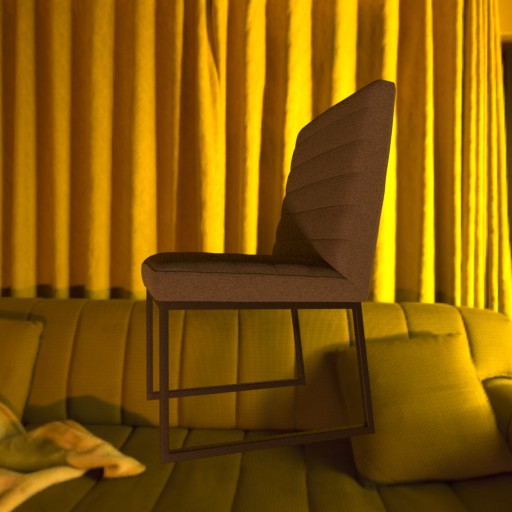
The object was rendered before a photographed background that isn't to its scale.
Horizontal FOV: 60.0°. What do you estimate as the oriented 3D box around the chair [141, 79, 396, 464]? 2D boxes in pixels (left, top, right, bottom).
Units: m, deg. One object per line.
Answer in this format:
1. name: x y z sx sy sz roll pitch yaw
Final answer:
1. chair: 0.000 0.000 1.302 0.634 0.930 0.520 0 1 -18
